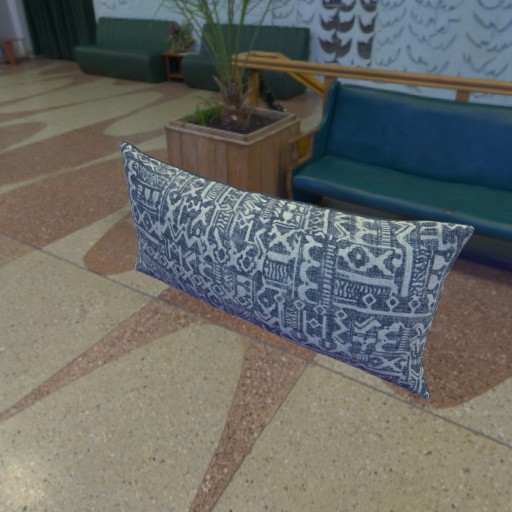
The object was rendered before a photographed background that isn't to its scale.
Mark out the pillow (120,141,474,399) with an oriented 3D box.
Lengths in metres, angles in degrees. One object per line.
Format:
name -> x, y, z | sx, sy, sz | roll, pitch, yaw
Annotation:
pillow -> 0.000, 0.000, 0.741 | 0.631, 0.292, 0.148 | 19, 37, 28
